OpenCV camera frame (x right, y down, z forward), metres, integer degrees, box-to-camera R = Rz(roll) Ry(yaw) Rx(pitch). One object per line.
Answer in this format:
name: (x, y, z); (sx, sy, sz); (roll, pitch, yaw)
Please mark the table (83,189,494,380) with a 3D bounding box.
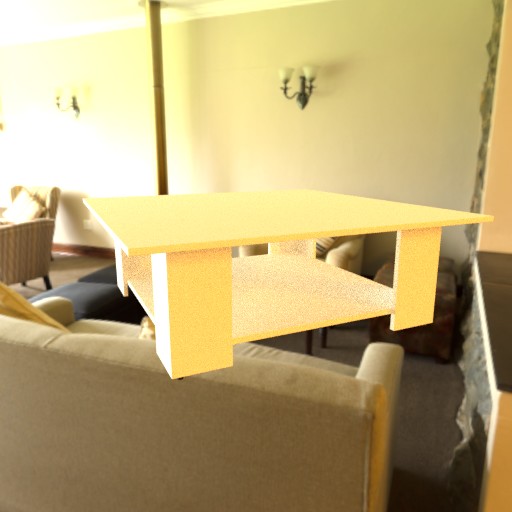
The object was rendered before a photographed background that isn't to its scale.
table: (0.000, 0.000, 1.345); (0.890, 0.305, 0.890); (-6, 15, -25)
